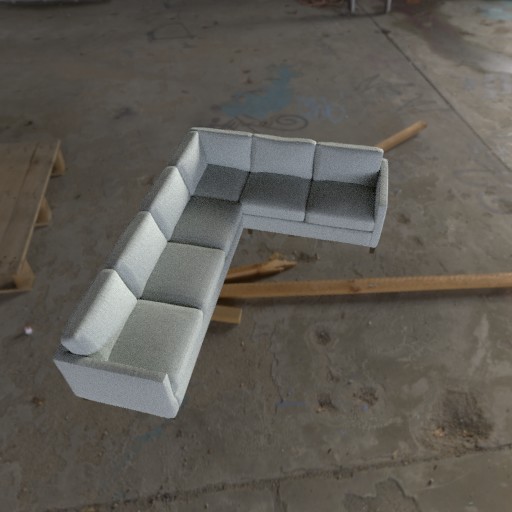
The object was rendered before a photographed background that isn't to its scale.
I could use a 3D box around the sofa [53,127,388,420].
[{"bbox_3d":[0.000,0.000,4.470,2.522,0.934,3.333,9,47,9],"label":"sofa"}]
